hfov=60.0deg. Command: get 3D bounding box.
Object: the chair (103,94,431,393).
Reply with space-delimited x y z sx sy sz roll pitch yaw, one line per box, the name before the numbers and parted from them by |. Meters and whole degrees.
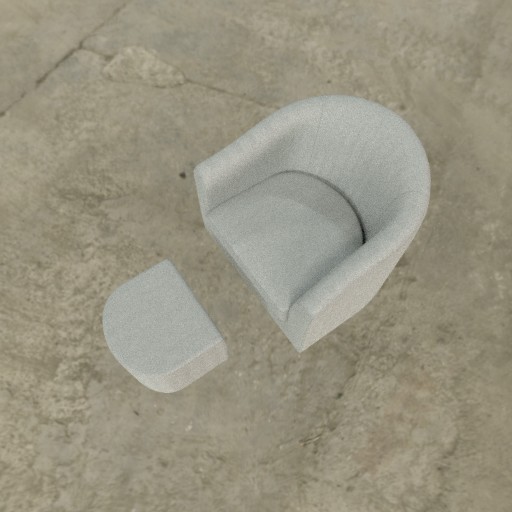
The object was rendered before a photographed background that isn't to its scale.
chair | 0.000 0.000 1.747 1.288 0.757 0.756 -32 67 -16
